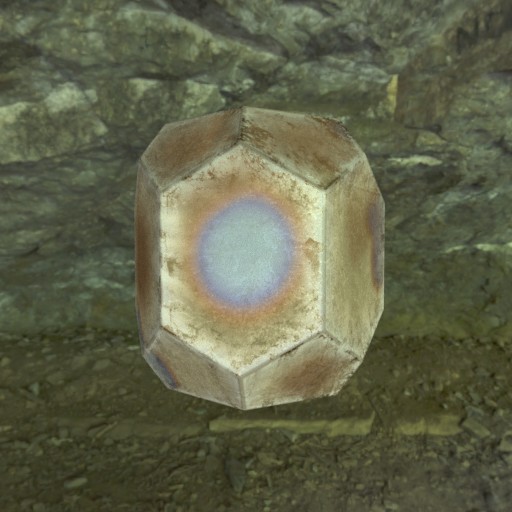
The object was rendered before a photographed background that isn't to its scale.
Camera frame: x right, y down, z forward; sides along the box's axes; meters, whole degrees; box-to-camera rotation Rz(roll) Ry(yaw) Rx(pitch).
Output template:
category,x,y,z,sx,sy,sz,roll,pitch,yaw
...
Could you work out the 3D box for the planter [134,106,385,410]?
category,x,y,z,sx,sy,sz,roll,pitch,yaw
planter,0.000,0.000,0.431,0.221,0.238,0.243,2,3,36
